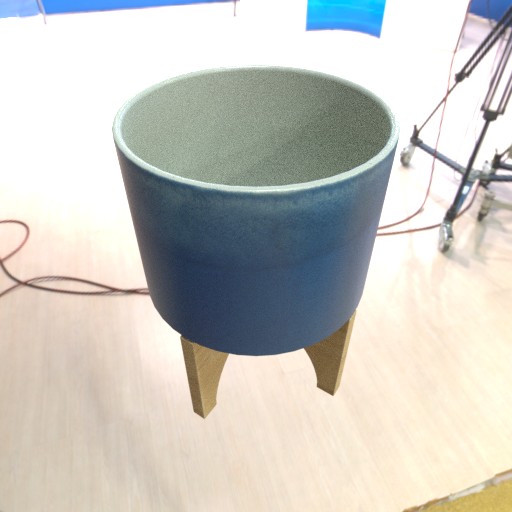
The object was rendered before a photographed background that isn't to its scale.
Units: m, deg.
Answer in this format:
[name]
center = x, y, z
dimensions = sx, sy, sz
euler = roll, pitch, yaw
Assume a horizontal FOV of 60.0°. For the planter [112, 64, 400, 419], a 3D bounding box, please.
[planter]
center = 0.000, 0.000, 0.391
dimensions = 0.192, 0.263, 0.192
euler = 0, 42, 0
